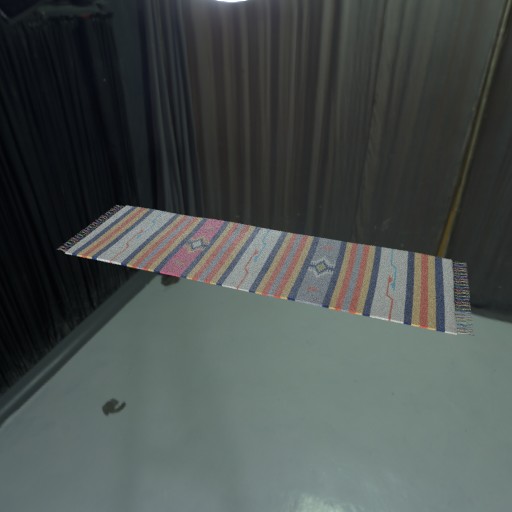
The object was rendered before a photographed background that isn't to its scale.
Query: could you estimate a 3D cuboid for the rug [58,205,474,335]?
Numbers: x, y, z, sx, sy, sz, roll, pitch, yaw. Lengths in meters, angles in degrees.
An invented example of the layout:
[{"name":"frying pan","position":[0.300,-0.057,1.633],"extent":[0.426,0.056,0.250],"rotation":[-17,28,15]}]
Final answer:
[{"name":"rug","position":[0.000,0.000,2.737],"extent":[2.455,0.017,0.695],"rotation":[10,34,16]}]
